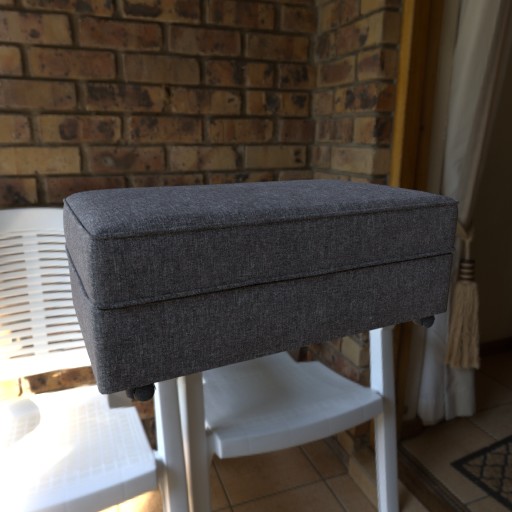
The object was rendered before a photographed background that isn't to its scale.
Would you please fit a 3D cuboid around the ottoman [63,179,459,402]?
[{"bbox_3d":[0.000,0.000,1.540,1.184,0.487,0.717,-7,17,-26],"label":"ottoman"}]
